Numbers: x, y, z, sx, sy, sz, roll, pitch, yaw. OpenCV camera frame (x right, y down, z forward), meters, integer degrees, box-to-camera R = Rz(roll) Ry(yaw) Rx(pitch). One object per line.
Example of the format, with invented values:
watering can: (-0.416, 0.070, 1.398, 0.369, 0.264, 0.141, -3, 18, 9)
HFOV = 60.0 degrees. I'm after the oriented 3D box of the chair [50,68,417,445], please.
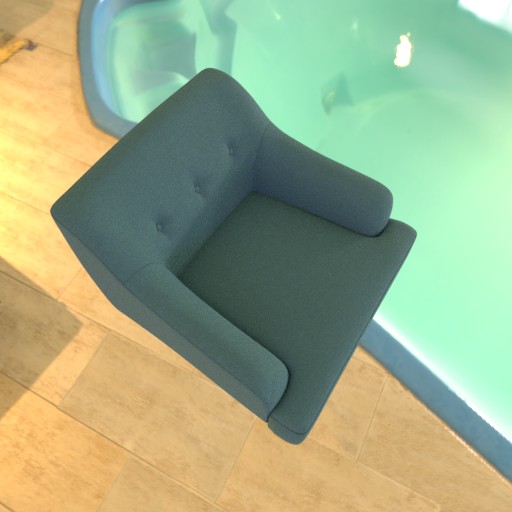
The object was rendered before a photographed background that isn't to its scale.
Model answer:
chair: (0.000, 0.000, 1.655, 0.951, 0.818, 0.946, 29, 63, 16)
